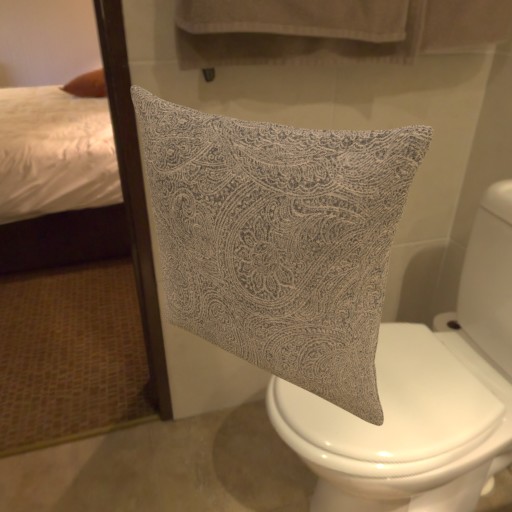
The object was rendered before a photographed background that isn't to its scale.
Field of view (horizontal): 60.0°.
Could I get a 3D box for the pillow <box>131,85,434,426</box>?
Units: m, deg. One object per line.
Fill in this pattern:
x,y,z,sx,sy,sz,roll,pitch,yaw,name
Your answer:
0.000,0.000,0.762,0.523,0.510,0.166,19,35,30,pillow
